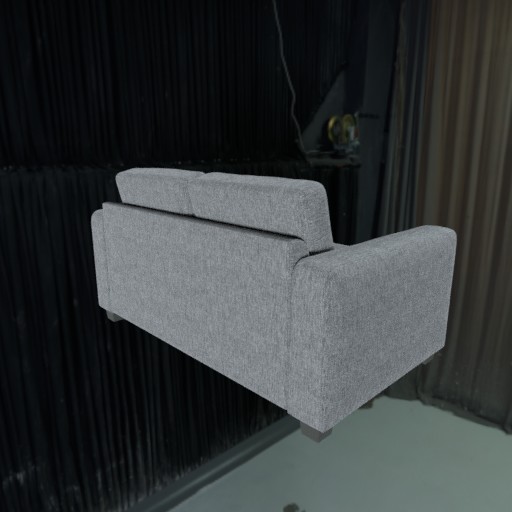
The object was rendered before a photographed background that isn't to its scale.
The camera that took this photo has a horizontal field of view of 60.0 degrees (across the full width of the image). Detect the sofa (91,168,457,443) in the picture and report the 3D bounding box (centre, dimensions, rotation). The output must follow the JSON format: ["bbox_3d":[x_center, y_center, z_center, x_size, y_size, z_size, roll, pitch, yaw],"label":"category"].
[{"bbox_3d":[0.000,0.000,2.059,0.900,0.800,1.520,-14,20,-42],"label":"sofa"}]
